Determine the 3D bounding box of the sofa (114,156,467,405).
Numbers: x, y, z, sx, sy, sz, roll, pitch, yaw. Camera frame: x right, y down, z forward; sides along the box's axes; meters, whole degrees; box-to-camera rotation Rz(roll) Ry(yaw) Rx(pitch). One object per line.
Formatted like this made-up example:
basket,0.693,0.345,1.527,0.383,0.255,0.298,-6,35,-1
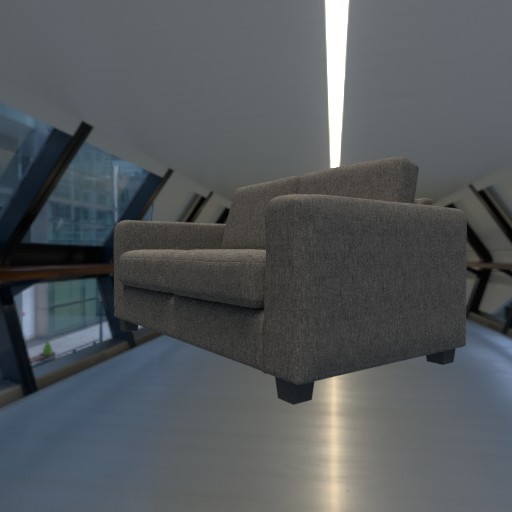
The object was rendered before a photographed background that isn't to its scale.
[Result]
sofa,0.000,0.000,2.013,0.900,0.800,1.520,-1,1,-36
